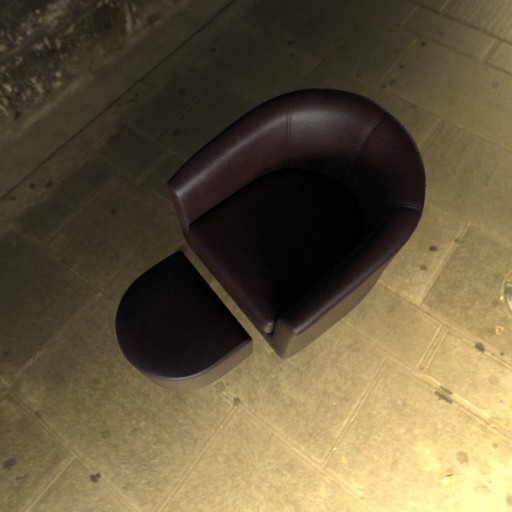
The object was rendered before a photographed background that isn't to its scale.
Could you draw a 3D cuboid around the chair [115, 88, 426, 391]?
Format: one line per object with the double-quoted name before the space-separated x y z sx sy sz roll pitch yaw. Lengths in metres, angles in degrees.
"chair" 0.000 0.000 1.667 1.176 0.755 0.737 -36 69 -16
